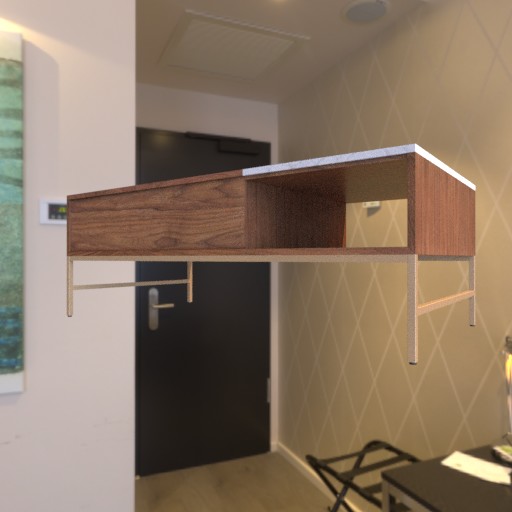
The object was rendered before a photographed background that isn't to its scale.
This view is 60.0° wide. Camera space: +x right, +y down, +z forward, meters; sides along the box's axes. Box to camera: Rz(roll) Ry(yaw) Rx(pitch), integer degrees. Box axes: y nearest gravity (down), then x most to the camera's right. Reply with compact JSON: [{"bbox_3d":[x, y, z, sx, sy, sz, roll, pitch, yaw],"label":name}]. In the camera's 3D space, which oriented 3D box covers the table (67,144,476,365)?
[{"bbox_3d":[0.000,0.000,1.875,1.553,0.551,0.789,0,0,36],"label":"table"}]
